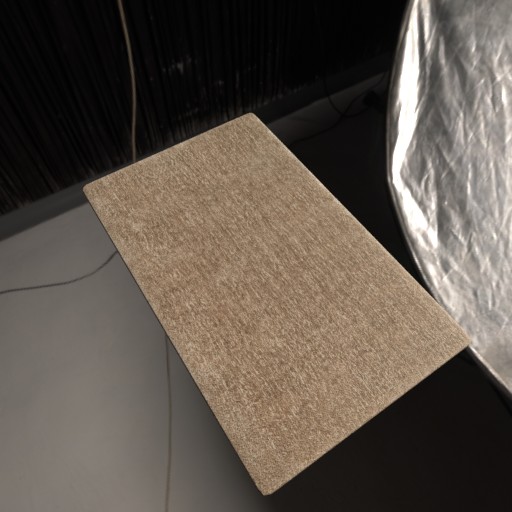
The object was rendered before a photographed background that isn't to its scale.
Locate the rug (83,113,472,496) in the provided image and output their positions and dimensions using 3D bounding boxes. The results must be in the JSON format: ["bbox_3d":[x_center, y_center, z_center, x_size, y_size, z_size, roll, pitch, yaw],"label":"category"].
[{"bbox_3d":[0.000,0.000,3.007,1.539,0.024,2.469,-29,62,-17],"label":"rug"}]
